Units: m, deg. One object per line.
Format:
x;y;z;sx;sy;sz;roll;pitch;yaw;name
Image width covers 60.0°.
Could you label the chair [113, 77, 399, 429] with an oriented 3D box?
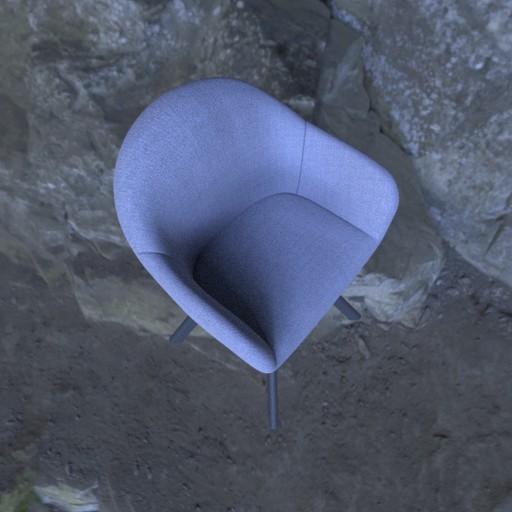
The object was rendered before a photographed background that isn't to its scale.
0.000;0.000;1.201;0.550;0.795;0.590;34;63;21;chair
